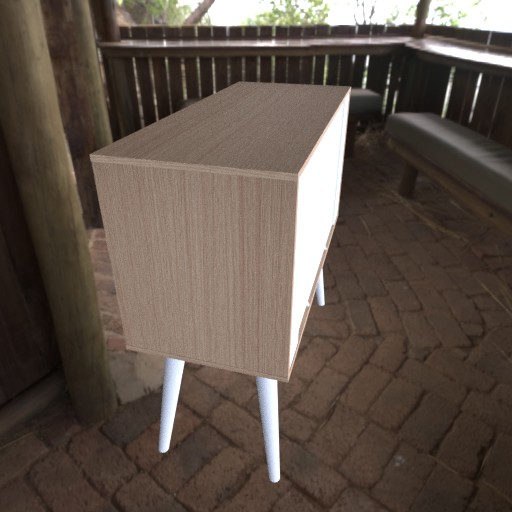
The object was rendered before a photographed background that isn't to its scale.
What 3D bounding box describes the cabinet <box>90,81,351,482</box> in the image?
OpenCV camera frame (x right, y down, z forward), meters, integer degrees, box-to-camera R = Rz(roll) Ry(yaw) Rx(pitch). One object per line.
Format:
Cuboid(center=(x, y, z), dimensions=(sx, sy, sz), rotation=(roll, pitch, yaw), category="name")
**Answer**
Cuboid(center=(0.000, 0.000, 1.596), dimensions=(0.470, 1.016, 1.057), rotation=(8, 31, 14), category="cabinet")
